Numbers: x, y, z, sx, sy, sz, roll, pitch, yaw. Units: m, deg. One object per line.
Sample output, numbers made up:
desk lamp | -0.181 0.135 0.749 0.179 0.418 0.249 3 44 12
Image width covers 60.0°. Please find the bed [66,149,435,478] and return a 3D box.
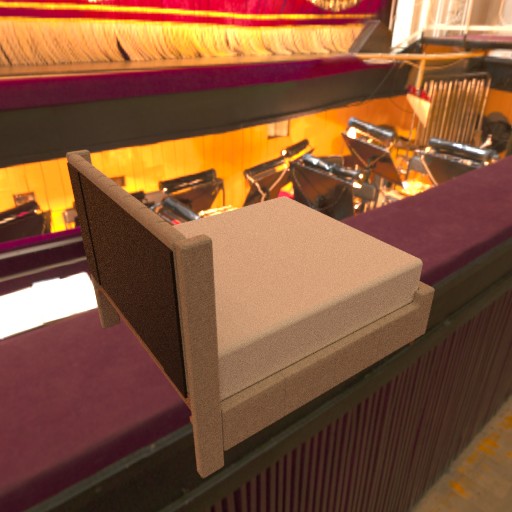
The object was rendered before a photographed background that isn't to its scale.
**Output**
bed | 0.000 0.000 3.843 2.370 1.743 2.045 -19 34 -31
